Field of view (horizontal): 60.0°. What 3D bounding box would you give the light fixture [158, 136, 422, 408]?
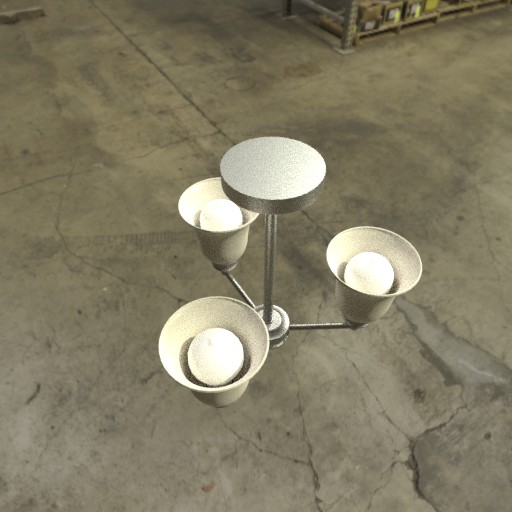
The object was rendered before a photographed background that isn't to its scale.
[{"bbox_3d":[0.000,0.000,0.662,0.388,0.370,0.354,-24,52,-21],"label":"light fixture"}]
